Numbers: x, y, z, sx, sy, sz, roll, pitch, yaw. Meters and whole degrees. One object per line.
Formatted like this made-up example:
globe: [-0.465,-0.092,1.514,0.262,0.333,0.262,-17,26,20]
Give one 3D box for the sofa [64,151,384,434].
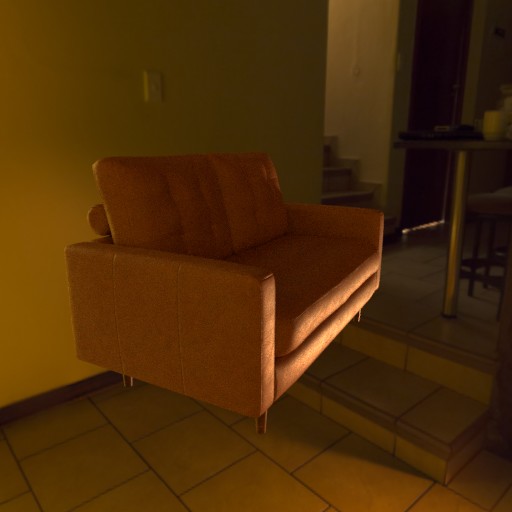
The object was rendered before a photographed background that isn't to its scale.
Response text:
sofa: [0.000,0.000,2.004,0.868,0.898,1.430,8,16,28]
